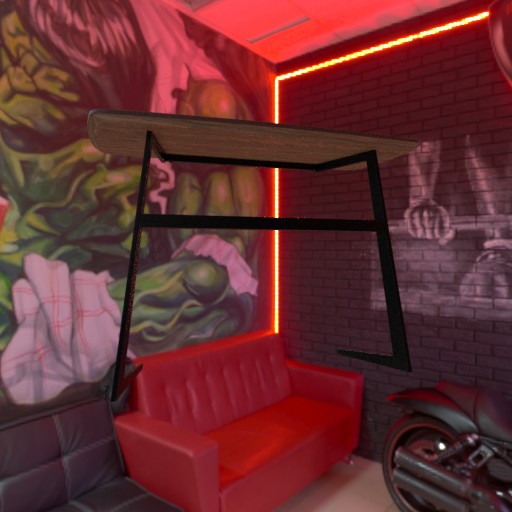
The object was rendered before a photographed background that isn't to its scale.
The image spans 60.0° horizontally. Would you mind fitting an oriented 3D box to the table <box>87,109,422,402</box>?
[{"bbox_3d":[0.000,0.000,1.133,0.804,0.576,0.361,0,0,-18],"label":"table"}]
